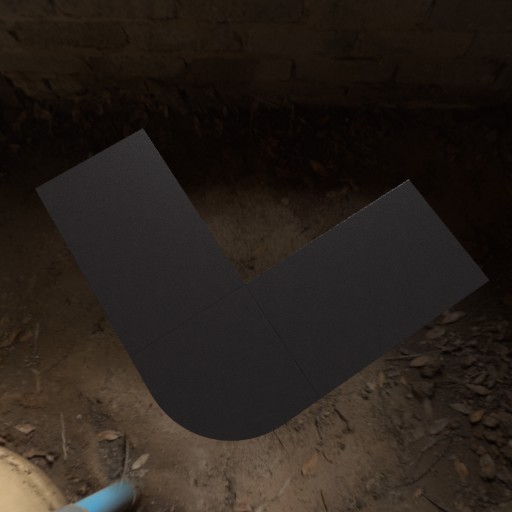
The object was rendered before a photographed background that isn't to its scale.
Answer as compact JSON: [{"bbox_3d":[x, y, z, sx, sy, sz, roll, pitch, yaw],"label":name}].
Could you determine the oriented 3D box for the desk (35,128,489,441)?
[{"bbox_3d":[0.000,0.000,2.257,1.400,0.762,1.400,-32,78,-8],"label":"desk"}]
